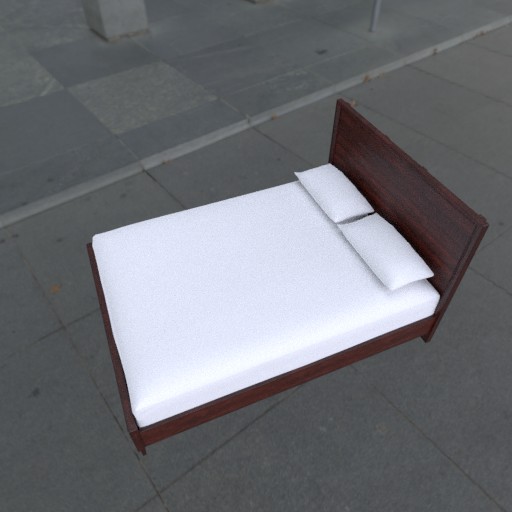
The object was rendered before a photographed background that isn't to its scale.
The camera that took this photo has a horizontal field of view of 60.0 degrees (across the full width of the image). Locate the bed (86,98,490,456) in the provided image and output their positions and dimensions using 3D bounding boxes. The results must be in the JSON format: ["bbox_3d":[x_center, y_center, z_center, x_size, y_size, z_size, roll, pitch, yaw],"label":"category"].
[{"bbox_3d":[0.000,0.000,3.948,2.803,1.492,2.040,-17,48,-16],"label":"bed"}]
